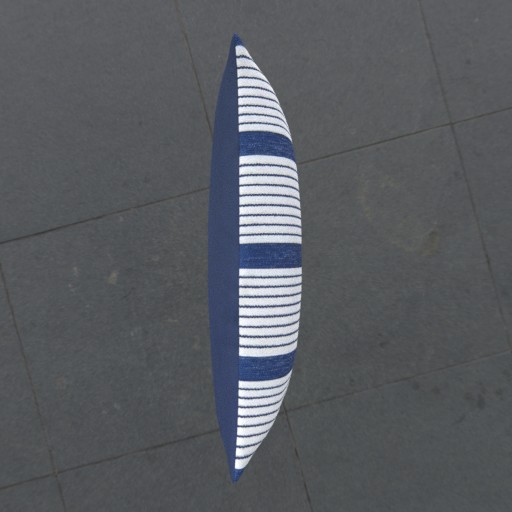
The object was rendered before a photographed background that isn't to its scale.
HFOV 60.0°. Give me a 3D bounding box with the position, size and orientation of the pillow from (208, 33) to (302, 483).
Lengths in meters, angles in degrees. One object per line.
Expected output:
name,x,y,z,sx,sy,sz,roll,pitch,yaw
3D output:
pillow,0.000,0.000,0.738,0.156,0.292,0.608,0,89,-1
